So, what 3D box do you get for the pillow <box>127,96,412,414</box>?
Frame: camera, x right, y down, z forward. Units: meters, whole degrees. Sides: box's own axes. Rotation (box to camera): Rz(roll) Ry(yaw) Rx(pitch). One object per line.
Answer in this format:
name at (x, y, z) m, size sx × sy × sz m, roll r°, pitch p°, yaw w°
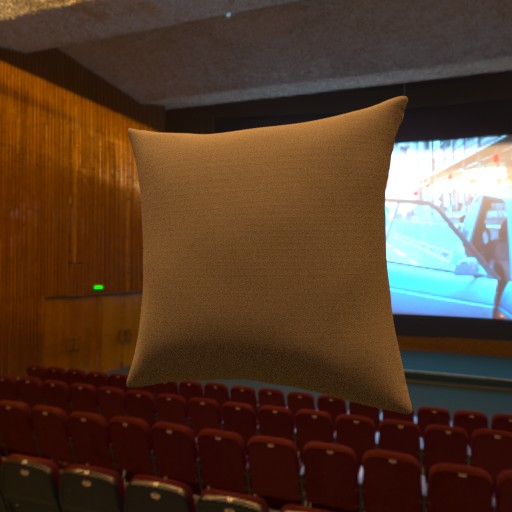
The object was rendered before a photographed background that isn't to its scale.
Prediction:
pillow at (0.000, 0.000, 0.773) m, size 0.512 × 0.497 × 0.204 m, roll 0°, pitch -1°, yaw 18°
